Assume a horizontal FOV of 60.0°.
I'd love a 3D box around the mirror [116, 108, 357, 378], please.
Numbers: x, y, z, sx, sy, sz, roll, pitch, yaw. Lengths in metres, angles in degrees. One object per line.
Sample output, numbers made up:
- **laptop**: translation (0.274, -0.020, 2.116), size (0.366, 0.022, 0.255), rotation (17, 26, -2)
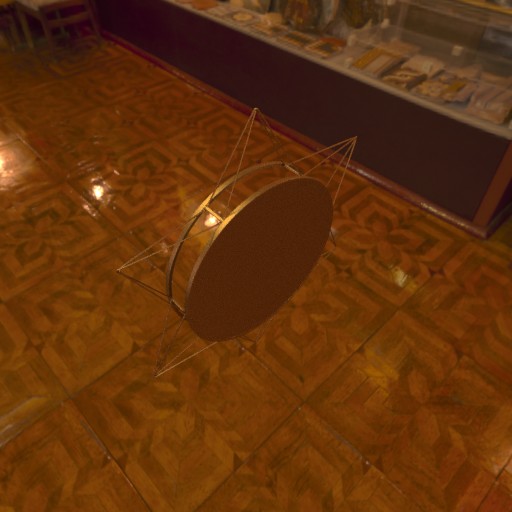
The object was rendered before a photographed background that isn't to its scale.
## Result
- **mirror**: translation (0.000, 0.000, 0.808), size (0.498, 0.581, 0.062), rotation (-33, 55, -27)
